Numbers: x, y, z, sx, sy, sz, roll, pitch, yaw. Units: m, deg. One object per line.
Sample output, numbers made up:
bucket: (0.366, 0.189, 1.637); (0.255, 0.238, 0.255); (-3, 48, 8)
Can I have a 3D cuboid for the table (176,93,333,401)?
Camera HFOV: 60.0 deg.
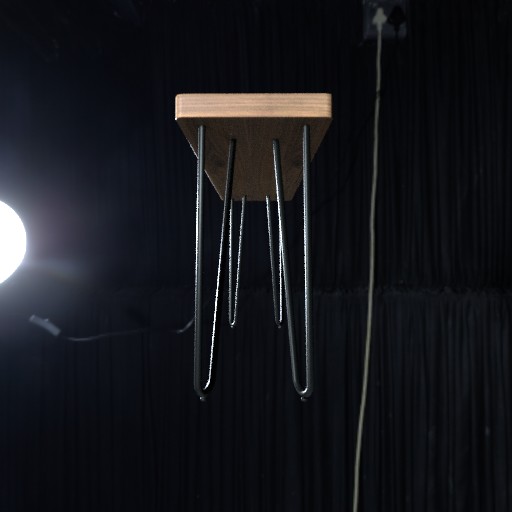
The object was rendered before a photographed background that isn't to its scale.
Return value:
table: (0.000, 0.000, 1.949); (0.425, 0.834, 1.570); (0, -1, 0)
